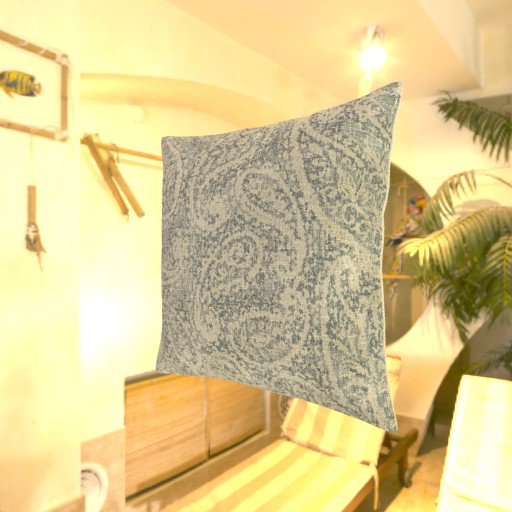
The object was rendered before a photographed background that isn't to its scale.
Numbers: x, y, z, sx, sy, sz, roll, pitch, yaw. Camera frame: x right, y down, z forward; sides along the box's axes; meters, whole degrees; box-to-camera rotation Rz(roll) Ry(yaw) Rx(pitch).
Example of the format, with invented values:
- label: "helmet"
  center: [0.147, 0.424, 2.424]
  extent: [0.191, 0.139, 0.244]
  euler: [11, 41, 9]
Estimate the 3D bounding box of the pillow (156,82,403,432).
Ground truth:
- label: "pillow"
  center: [0.000, 0.000, 0.798]
  extent: [0.523, 0.510, 0.166]
  euler: [0, 0, 37]
